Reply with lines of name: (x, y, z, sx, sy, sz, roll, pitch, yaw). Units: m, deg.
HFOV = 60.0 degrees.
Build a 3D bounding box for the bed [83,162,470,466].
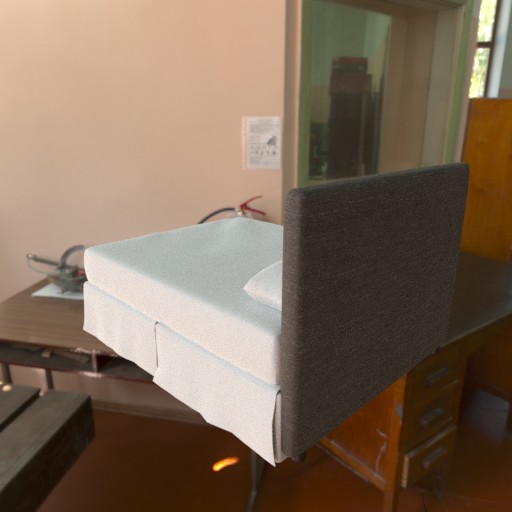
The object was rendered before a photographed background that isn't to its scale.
bed: (0.000, 0.000, 3.102, 1.723, 1.330, 2.142, -16, 23, -42)
